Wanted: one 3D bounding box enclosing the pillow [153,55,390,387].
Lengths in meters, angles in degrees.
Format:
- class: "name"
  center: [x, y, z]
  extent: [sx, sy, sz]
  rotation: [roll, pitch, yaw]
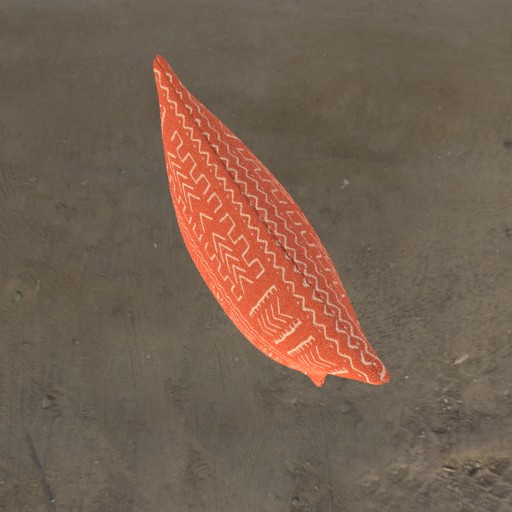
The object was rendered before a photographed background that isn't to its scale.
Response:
- class: "pillow"
  center: [0.000, 0.000, 0.656]
  extent: [0.164, 0.429, 0.438]
  rotation: [-32, 76, -9]
